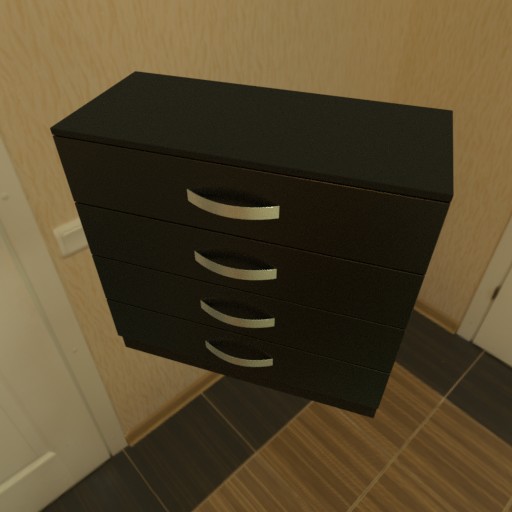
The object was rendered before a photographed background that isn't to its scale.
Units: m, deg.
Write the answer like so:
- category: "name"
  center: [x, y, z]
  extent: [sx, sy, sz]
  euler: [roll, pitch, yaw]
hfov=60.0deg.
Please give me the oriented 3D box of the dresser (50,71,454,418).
- category: "dresser"
  center: [0.000, 0.000, 1.127]
  extent: [0.750, 0.720, 0.360]
  euler: [12, 43, 13]
